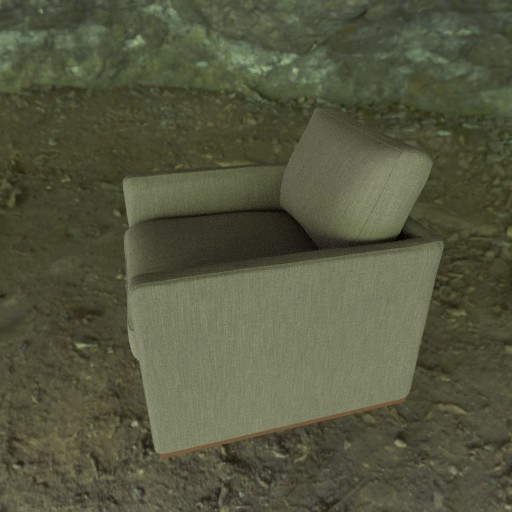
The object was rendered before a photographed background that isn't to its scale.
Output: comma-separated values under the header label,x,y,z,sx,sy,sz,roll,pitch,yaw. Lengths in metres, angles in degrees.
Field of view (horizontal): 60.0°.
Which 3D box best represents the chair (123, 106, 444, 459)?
label,x,y,z,sx,sy,sz,roll,pitch,yaw
chair,0.000,0.000,1.449,0.834,0.811,0.763,-8,31,-13
